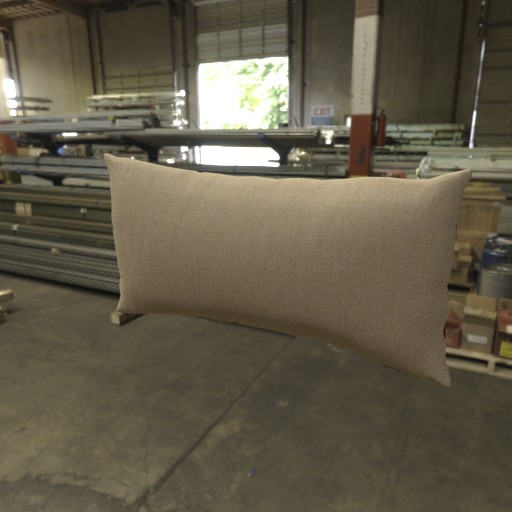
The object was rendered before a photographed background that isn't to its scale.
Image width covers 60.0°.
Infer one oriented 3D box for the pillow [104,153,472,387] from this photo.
[{"bbox_3d":[0.000,0.000,0.712,0.612,0.308,0.148,8,18,25],"label":"pillow"}]
